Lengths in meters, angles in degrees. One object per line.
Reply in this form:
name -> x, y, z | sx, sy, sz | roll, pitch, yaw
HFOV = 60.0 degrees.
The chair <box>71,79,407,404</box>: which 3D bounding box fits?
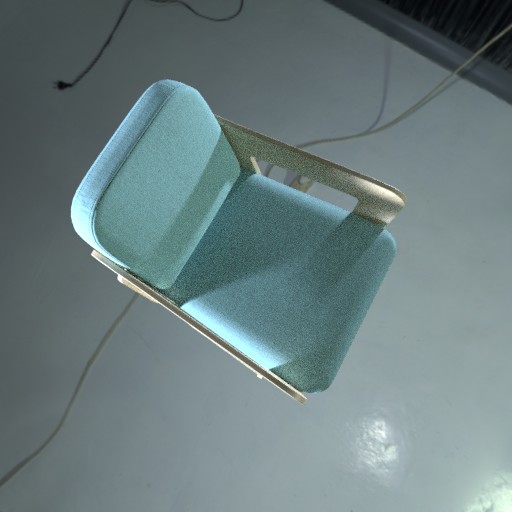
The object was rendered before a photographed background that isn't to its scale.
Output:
chair -> 0.000, 0.000, 1.286 | 0.710, 0.800, 0.590 | 28, 78, 7
